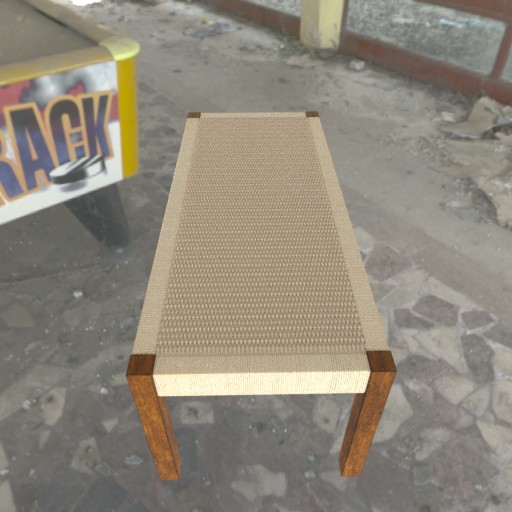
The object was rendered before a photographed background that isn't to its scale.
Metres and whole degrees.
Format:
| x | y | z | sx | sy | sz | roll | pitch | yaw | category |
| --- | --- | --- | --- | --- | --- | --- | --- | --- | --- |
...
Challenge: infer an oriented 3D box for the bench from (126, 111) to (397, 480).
| x | y | z | sx | sy | sz | roll | pitch | yaw | category |
| --- | --- | --- | --- | --- | --- | --- | --- | --- | --- |
| 0.000 | 0.000 | 1.428 | 0.507 | 0.457 | 1.198 | -1 | 41 | -1 | bench |
